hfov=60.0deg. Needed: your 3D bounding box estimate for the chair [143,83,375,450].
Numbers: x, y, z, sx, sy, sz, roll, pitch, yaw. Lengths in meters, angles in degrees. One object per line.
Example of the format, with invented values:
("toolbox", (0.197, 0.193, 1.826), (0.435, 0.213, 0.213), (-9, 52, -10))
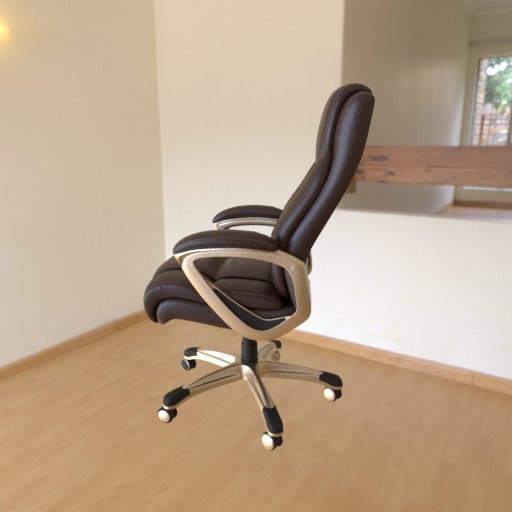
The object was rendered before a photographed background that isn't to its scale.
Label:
("chair", (0.000, 0.000, 1.675), (0.749, 1.194, 0.692), (2, 14, 7))
